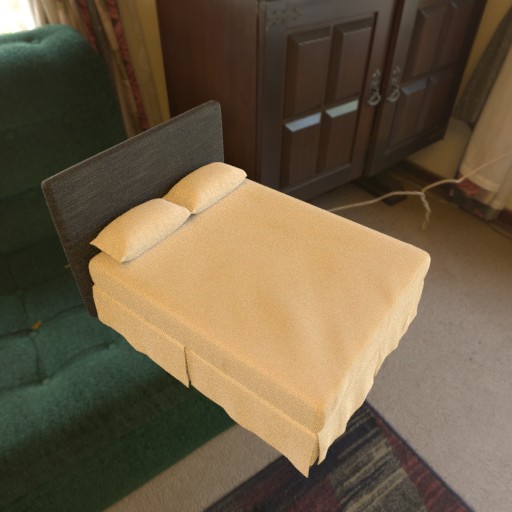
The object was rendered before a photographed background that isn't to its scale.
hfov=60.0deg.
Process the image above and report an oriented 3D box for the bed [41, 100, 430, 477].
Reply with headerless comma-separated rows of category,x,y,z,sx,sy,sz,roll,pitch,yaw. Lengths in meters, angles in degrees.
bed,0.000,0.000,3.216,2.142,1.330,1.723,26,48,27
